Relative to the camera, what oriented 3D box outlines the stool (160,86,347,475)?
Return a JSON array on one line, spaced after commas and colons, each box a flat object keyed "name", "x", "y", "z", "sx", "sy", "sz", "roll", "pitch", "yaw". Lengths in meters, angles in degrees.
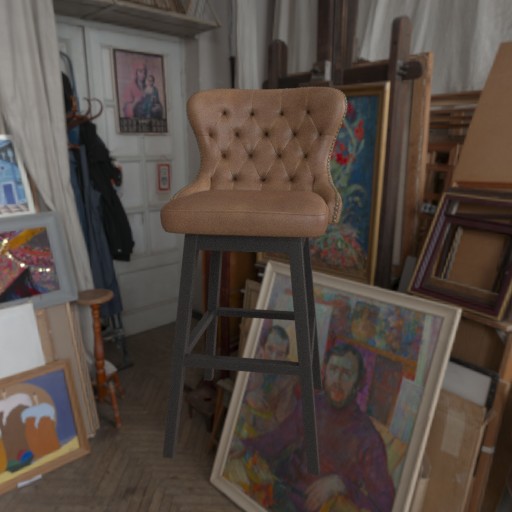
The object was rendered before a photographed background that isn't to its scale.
[{"name": "stool", "x": 0.000, "y": 0.000, "z": 1.385, "sx": 0.528, "sy": 1.050, "sz": 0.601, "roll": 2, "pitch": 14, "yaw": 9}]
